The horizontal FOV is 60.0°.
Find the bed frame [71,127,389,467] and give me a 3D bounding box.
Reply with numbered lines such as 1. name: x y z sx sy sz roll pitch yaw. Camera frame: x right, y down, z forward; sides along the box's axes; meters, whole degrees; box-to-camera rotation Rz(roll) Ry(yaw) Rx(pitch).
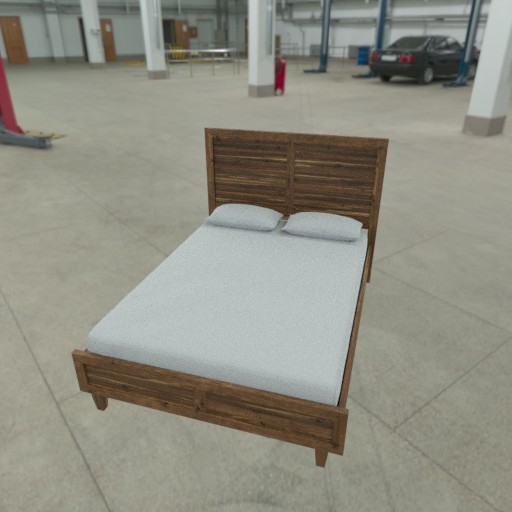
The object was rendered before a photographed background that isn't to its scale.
1. bed frame: 0.000 0.000 3.380 1.696 1.417 2.276 8 28 15
